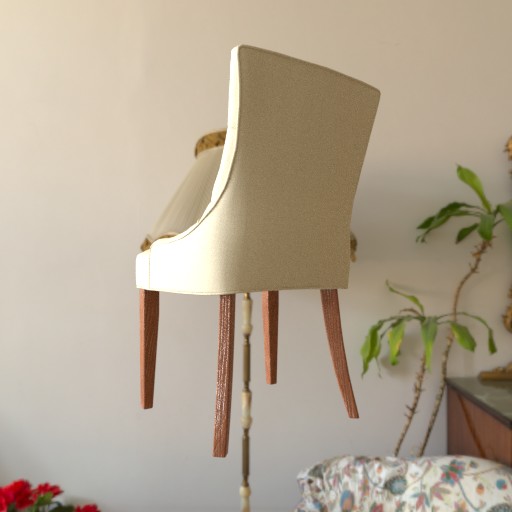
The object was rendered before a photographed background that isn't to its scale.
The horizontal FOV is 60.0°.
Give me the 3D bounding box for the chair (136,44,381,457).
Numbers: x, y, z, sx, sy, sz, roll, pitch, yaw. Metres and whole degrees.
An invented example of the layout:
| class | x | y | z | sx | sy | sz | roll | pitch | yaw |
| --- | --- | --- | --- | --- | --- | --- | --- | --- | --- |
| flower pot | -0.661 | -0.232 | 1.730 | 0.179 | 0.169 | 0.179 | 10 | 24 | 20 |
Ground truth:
| class | x | y | z | sx | sy | sz | roll | pitch | yaw |
| --- | --- | --- | --- | --- | --- | --- | --- | --- | --- |
| chair | 0.000 | 0.000 | 1.224 | 0.509 | 0.874 | 0.565 | 1 | -1 | -35 |
